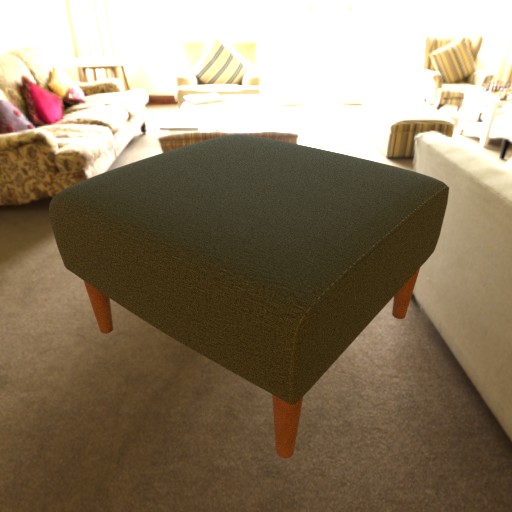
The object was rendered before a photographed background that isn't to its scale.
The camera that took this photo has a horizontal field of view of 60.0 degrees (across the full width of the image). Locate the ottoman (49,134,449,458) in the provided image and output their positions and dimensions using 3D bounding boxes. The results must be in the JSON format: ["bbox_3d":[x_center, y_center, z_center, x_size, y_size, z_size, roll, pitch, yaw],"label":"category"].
[{"bbox_3d":[0.000,0.000,1.044,0.650,0.398,0.649,22,37,33],"label":"ottoman"}]
